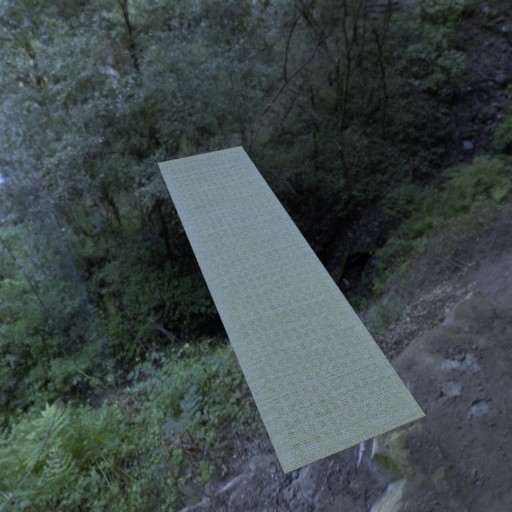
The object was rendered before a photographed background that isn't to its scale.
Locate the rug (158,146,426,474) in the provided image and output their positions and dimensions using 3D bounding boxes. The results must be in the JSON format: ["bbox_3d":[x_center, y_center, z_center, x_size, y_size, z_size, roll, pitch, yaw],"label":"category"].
[{"bbox_3d":[0.000,0.000,2.699,0.686,0.006,2.437,-15,47,-15],"label":"rug"}]
